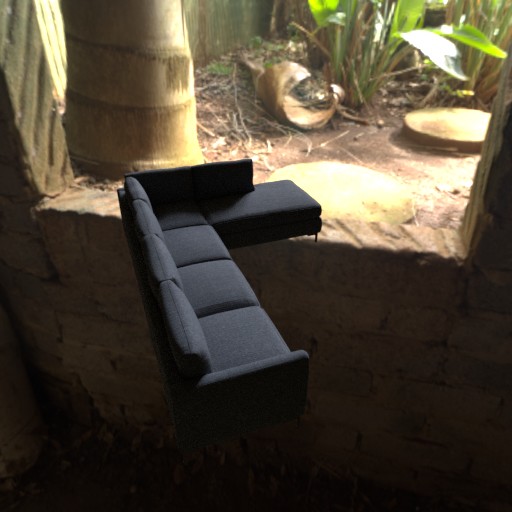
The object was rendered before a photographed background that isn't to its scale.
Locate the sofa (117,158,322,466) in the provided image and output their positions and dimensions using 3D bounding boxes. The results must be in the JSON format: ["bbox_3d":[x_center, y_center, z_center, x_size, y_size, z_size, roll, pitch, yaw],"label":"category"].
[{"bbox_3d":[0.000,0.000,3.820,2.007,0.815,2.949,-11,33,-17],"label":"sofa"}]
